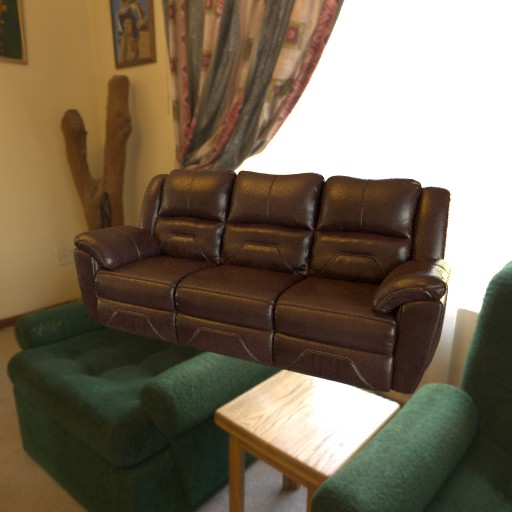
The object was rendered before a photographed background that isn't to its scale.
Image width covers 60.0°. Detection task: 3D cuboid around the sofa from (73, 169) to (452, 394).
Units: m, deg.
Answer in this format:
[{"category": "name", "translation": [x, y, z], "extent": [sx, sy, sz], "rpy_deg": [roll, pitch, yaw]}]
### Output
[{"category": "sofa", "translation": [0.000, 0.000, 2.894], "extent": [2.337, 1.043, 0.991], "rpy_deg": [7, 17, 25]}]
